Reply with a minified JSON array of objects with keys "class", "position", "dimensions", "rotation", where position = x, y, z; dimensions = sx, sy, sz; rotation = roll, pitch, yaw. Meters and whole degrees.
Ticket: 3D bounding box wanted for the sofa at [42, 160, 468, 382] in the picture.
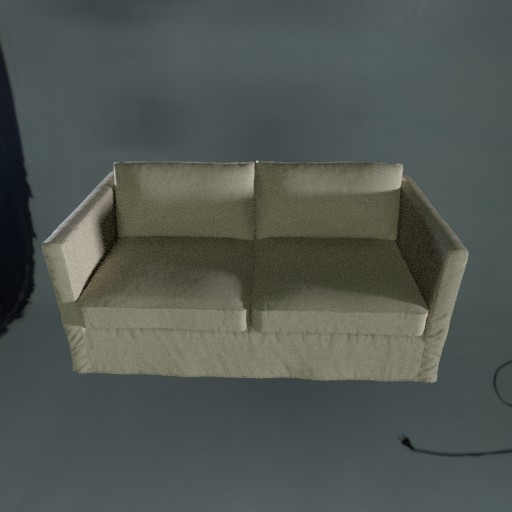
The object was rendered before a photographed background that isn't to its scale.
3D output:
[{"class":"sofa","position":[0.000,0.000,2.309],"dimensions":[1.766,0.828,0.956],"rotation":[1,30,2]}]
